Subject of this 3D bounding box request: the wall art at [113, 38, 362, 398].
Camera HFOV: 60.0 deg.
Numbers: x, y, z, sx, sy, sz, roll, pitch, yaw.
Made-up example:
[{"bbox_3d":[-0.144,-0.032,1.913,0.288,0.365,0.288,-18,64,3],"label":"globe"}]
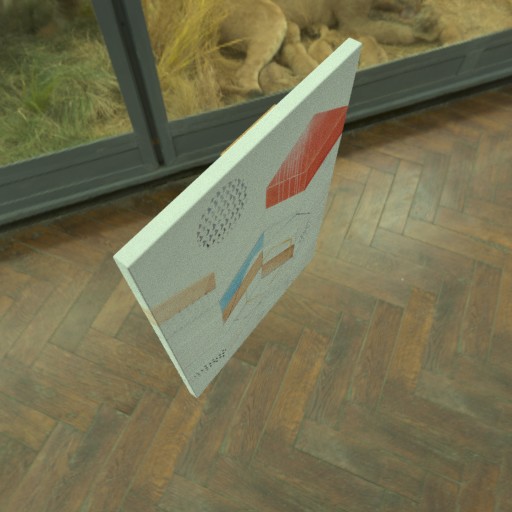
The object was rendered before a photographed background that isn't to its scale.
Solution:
[{"bbox_3d":[0.000,0.000,1.338,0.045,1.014,0.759,34,66,18],"label":"wall art"}]
